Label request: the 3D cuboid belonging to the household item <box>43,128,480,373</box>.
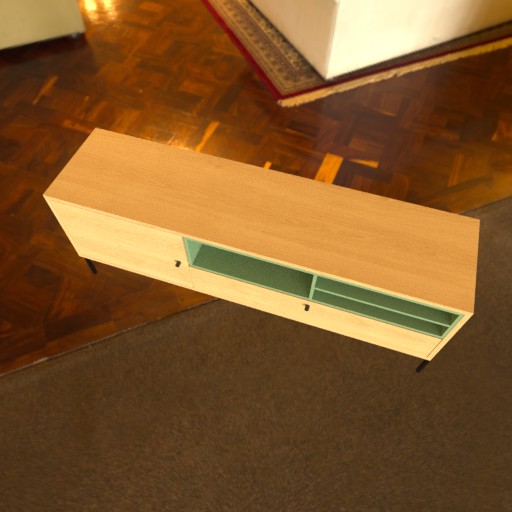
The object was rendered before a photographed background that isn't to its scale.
[{"bbox_3d":[0.000,0.000,1.816,1.550,0.600,0.400,15,58,10],"label":"household item"}]
